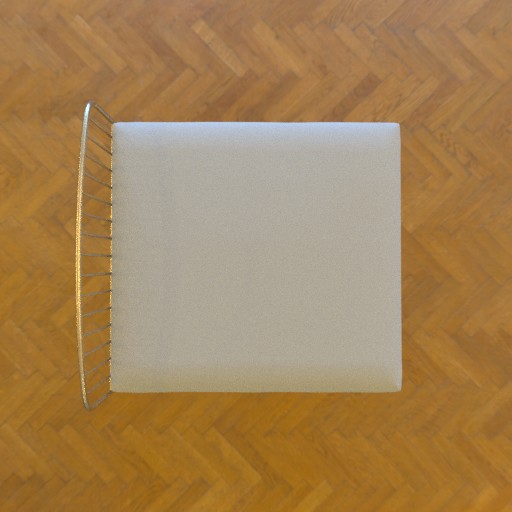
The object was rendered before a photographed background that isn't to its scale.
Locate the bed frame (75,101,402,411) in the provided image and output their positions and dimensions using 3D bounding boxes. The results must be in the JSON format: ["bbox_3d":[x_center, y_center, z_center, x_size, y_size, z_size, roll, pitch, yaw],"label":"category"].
[{"bbox_3d":[0.000,0.000,3.210,2.152,1.174,2.016,0,89,0],"label":"bed frame"}]
